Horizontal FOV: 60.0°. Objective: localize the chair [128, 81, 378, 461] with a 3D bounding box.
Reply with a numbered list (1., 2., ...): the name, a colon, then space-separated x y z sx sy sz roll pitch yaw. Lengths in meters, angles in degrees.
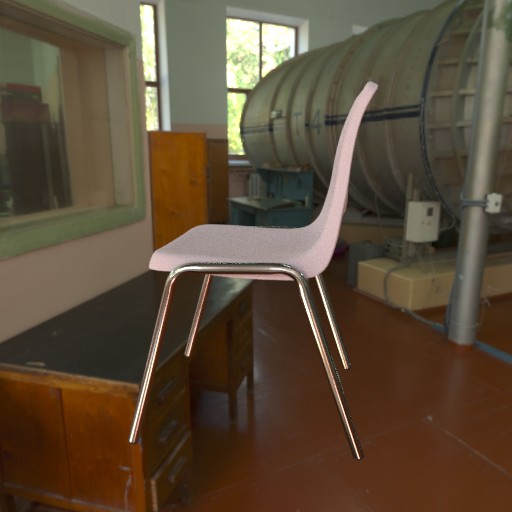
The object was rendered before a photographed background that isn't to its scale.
1. chair: 0.000 0.000 0.907 0.436 0.653 0.381 2 14 8
